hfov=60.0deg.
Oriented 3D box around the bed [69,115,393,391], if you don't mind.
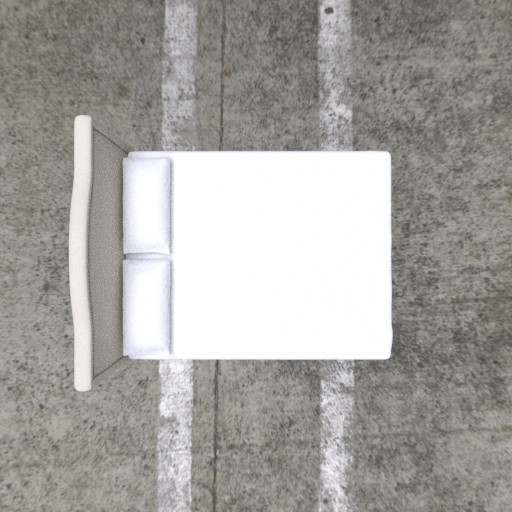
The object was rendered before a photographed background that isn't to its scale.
[{"bbox_3d":[0.000,0.000,3.302,2.196,1.449,1.741,0,90,0],"label":"bed"}]
